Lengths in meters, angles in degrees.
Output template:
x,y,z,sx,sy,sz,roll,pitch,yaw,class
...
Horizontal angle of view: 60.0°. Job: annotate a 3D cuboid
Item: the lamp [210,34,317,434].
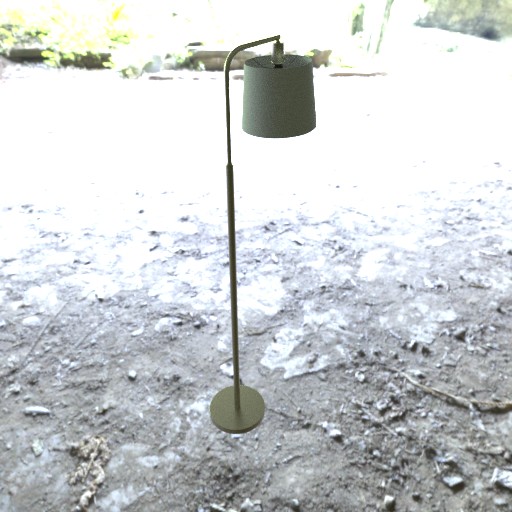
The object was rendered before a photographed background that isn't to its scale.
x,y,z,sx,sy,sz,roll,pitch,yaw,class
0.000,0.000,1.664,0.254,1.478,0.508,23,38,32,lamp
